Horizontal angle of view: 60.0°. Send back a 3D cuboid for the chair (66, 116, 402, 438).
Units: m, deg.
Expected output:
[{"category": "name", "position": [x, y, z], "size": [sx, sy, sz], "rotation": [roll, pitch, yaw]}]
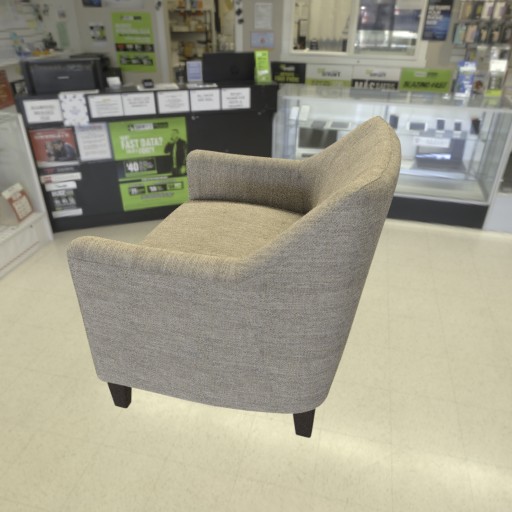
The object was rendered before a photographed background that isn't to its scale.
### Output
[{"category": "chair", "position": [0.000, 0.000, 1.381], "size": [0.758, 0.761, 0.796], "rotation": [9, 32, 14]}]
